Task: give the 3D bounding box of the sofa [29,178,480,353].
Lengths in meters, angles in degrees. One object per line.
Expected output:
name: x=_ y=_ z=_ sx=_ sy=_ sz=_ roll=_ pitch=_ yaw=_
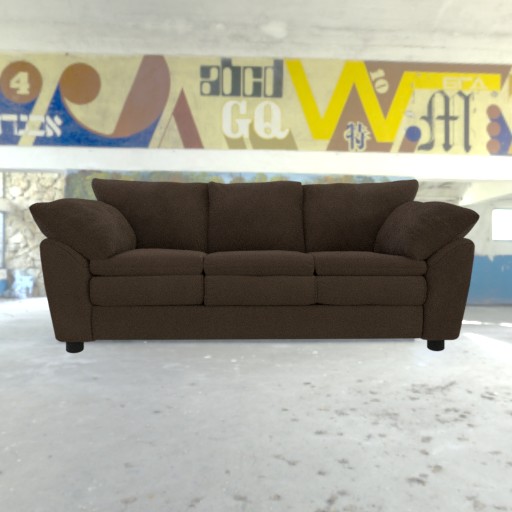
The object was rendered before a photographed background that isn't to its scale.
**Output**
sofa: x=0.000 y=0.000 z=2.683 sx=2.336 sy=1.015 sz=0.878 roll=0 pitch=0 yaw=-1
